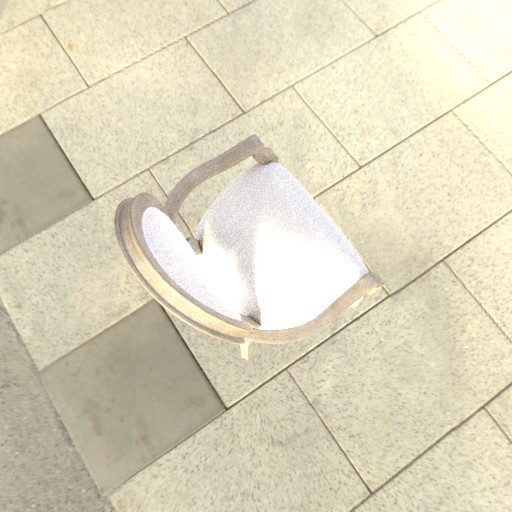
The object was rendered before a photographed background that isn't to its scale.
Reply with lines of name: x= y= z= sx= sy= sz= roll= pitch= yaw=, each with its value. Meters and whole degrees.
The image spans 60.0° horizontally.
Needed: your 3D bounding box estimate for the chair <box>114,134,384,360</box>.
chair: x=0.000 y=0.000 z=1.384 sx=0.602 sy=0.991 sz=0.611 roll=-35 pitch=76 yaw=-10
